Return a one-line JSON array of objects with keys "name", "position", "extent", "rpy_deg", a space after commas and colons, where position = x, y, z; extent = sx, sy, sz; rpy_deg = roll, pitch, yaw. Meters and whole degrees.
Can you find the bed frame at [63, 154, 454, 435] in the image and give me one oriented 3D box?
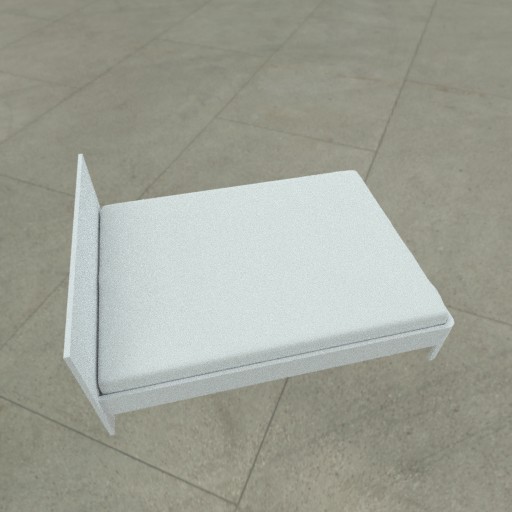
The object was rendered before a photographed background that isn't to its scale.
[{"name": "bed frame", "position": [0.000, 0.000, 2.737], "extent": [1.950, 0.800, 1.490], "rpy_deg": [-10, 47, -9]}]
